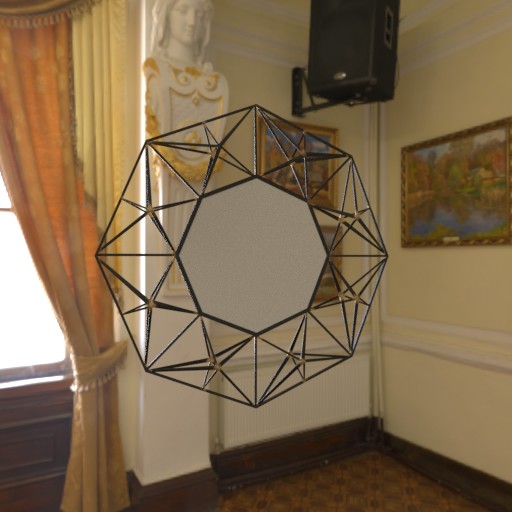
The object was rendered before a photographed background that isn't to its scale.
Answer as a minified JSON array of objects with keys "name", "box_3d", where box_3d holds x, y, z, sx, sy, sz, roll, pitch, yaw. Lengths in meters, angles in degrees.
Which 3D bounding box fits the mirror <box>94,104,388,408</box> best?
[{"name":"mirror","box_3d":[0.000,0.000,1.036,0.710,0.710,0.094,0,0,-17]}]
